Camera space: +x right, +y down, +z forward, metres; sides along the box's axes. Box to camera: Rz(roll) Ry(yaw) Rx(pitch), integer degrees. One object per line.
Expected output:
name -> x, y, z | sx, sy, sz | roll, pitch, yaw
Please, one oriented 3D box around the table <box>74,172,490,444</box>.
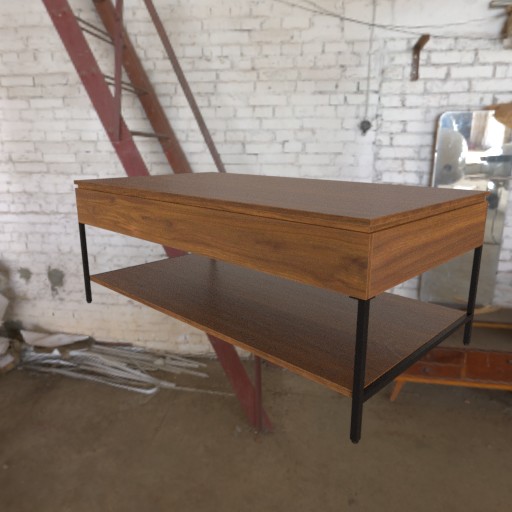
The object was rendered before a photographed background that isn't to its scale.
table -> 0.000, 0.000, 1.305 | 1.057, 0.414, 0.574 | 14, 20, 42
